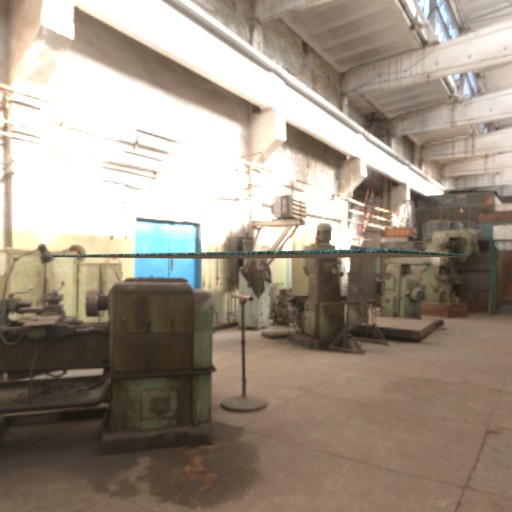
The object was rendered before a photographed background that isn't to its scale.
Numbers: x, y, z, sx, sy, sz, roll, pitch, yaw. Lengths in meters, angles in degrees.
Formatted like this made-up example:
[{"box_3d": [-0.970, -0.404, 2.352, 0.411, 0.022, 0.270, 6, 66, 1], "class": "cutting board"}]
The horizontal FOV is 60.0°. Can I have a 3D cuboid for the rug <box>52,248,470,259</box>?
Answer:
[{"box_3d": [0.000, 0.000, 2.881, 2.277, 0.015, 1.490, -1, -1, 36], "class": "rug"}]
